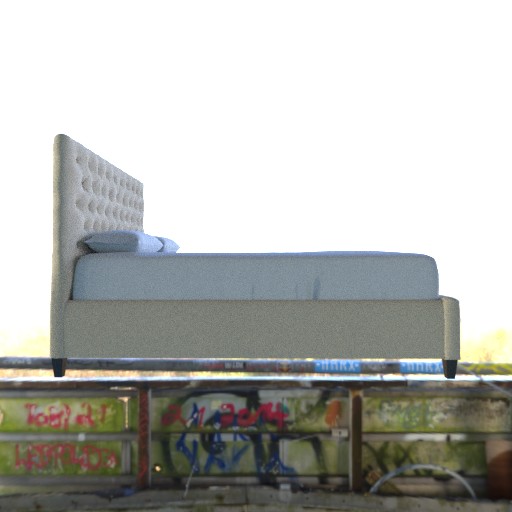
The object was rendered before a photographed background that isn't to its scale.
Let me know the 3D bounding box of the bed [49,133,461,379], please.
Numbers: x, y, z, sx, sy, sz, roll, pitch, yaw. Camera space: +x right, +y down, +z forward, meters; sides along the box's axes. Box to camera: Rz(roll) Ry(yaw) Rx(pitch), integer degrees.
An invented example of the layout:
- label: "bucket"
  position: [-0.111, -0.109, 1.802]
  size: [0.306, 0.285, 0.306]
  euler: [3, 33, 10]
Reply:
- label: "bed"
  position: [0.000, 0.000, 3.388]
  size: [2.387, 1.427, 1.698]
  euler: [0, 0, 1]
